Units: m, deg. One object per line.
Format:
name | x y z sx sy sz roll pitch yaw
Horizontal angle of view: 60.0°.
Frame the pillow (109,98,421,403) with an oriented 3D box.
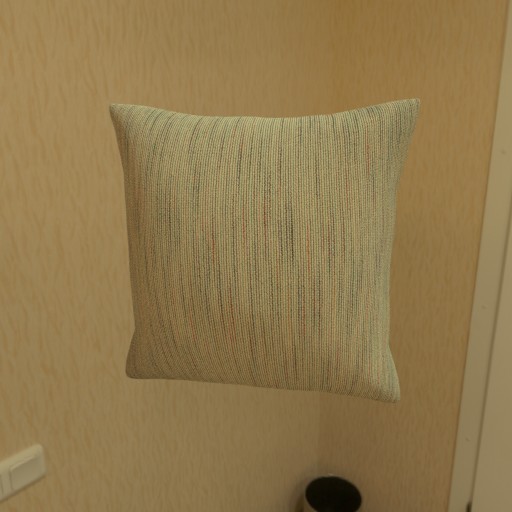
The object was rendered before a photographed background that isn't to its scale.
pillow | 0.000 0.000 0.762 0.512 0.506 0.178 2 14 10
